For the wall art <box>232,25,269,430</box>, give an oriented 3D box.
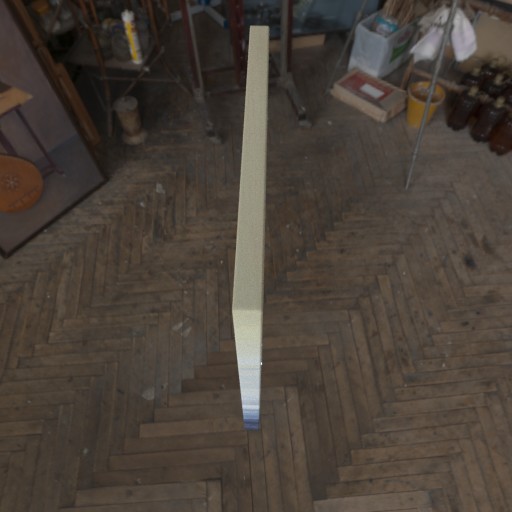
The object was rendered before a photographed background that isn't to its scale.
[{"bbox_3d":[0.000,0.000,0.994,0.041,0.710,0.608,1,58,1],"label":"wall art"}]
